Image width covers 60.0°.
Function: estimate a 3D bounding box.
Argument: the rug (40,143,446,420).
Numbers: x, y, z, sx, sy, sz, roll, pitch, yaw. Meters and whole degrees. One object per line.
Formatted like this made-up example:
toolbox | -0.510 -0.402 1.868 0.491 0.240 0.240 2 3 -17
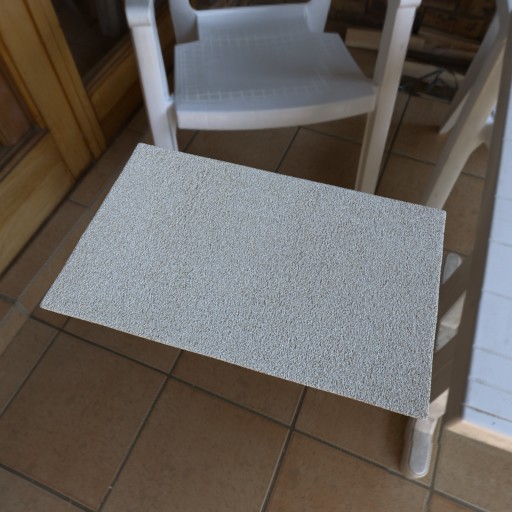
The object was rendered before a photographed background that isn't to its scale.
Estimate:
rug | 0.000 0.000 3.029 2.438 0.030 1.524 14 59 9
